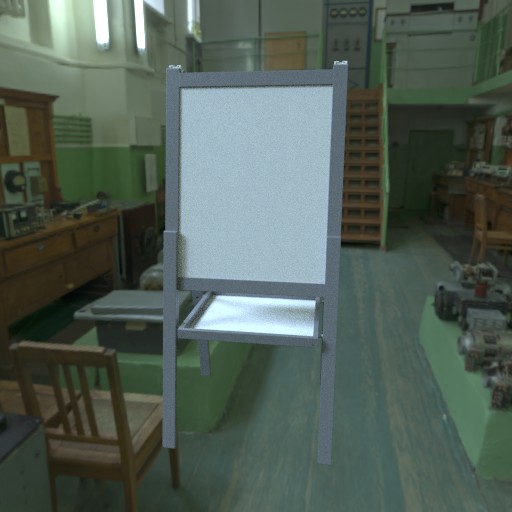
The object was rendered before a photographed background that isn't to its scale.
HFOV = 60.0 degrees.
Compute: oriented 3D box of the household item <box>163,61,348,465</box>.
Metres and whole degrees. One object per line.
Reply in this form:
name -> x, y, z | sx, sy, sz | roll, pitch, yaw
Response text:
household item -> 0.000, 0.000, 1.453 | 0.531, 1.172, 0.469 | 2, 15, 8
